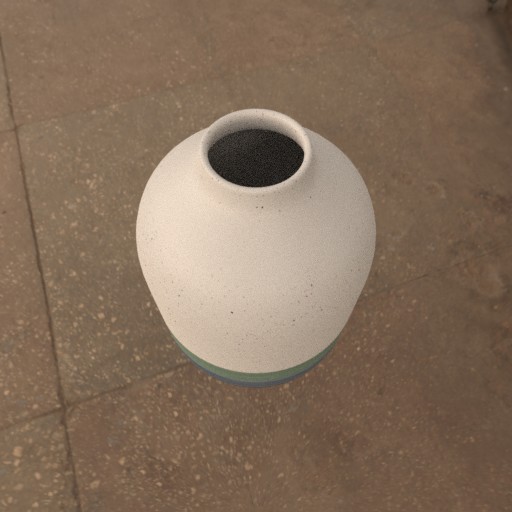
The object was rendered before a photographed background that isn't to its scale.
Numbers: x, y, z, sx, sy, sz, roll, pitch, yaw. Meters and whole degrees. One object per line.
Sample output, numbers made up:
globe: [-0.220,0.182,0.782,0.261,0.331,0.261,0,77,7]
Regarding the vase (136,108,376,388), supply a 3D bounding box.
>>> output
vase: [0.000,0.000,0.350,0.169,0.240,0.169,0,60,0]
